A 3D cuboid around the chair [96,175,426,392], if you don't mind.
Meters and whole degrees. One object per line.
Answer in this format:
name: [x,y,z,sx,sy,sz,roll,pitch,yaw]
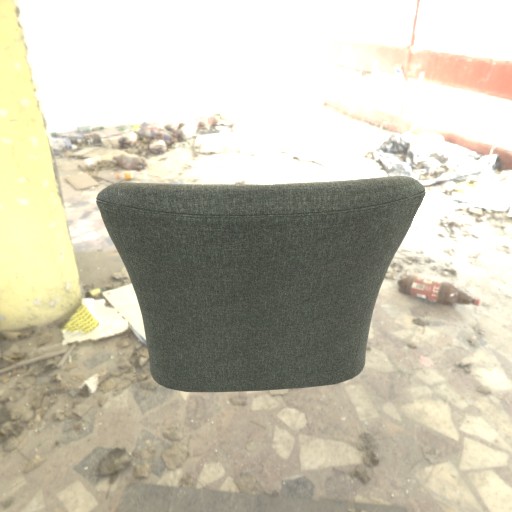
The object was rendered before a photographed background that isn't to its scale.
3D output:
chair: [0.000,0.000,1.601,0.864,0.856,0.923,-2,30,-3]
